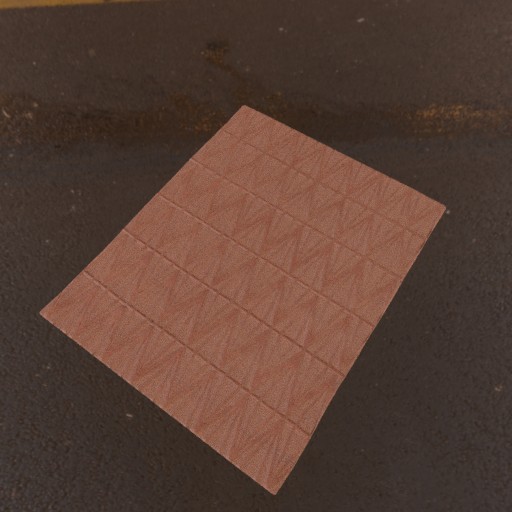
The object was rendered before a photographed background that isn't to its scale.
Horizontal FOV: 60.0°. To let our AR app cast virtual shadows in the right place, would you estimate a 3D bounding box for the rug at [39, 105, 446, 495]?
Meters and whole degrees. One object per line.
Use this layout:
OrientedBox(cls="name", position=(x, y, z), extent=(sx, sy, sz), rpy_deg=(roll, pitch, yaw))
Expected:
OrientedBox(cls="rug", position=(0.000, 0.000, 4.080), extent=(2.453, 0.043, 3.052), rpy_deg=(31, 66, 16))
